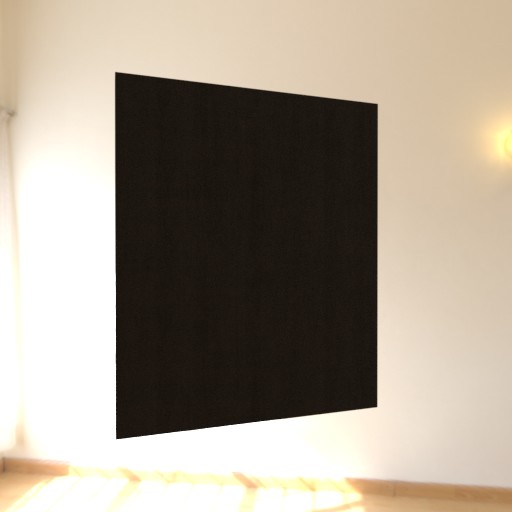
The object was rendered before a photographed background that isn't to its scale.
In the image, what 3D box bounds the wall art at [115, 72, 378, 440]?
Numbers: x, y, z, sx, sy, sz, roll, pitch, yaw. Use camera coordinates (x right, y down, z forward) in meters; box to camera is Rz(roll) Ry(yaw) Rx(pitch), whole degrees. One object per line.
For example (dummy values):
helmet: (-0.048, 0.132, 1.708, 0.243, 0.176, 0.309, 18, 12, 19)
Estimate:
wall art: (0.000, 0.000, 0.752, 0.455, 0.552, 0.034, 0, 0, -18)
